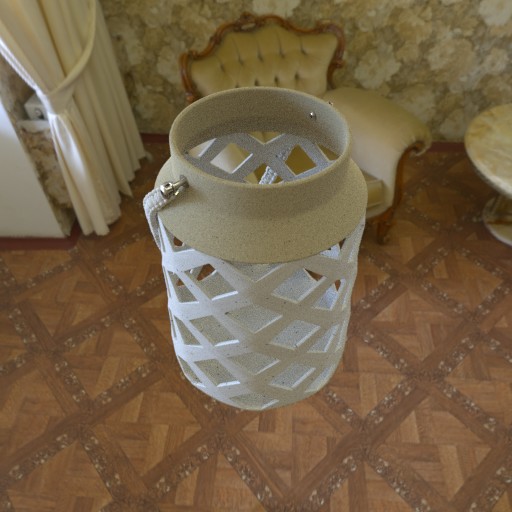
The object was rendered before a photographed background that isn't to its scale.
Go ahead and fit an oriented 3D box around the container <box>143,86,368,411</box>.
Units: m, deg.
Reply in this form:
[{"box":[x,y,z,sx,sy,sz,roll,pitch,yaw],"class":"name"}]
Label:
[{"box":[0.000,0.000,0.349,0.163,0.229,0.172,-33,56,-27],"class":"container"}]
